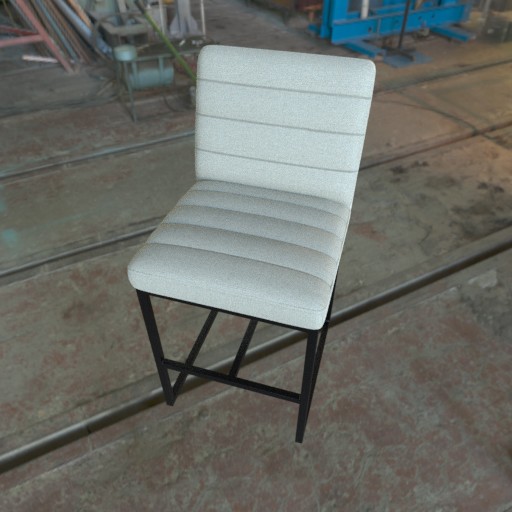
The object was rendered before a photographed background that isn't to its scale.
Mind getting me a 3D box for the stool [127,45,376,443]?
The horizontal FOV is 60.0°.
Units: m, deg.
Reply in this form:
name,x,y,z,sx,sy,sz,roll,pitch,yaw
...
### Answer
name,x,y,z,sx,sy,sz,roll,pitch,yaw
stool,0.000,0.000,1.229,0.460,0.940,0.560,11,43,12
